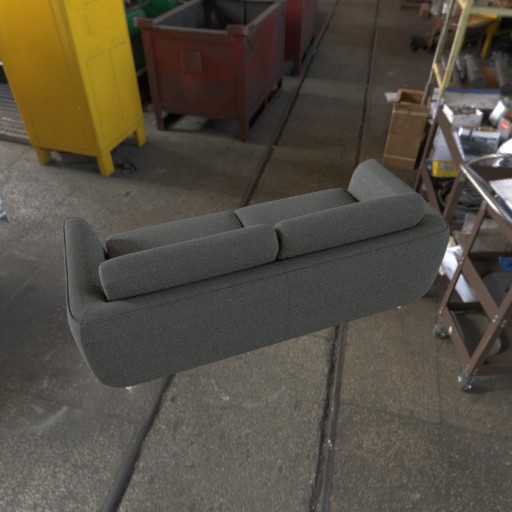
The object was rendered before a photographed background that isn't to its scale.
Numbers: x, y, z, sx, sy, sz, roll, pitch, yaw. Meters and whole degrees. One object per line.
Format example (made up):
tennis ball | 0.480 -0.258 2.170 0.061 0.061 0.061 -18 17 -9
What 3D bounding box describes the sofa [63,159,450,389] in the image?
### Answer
sofa | 0.000 0.000 2.523 2.000 0.850 0.920 -14 43 -15
